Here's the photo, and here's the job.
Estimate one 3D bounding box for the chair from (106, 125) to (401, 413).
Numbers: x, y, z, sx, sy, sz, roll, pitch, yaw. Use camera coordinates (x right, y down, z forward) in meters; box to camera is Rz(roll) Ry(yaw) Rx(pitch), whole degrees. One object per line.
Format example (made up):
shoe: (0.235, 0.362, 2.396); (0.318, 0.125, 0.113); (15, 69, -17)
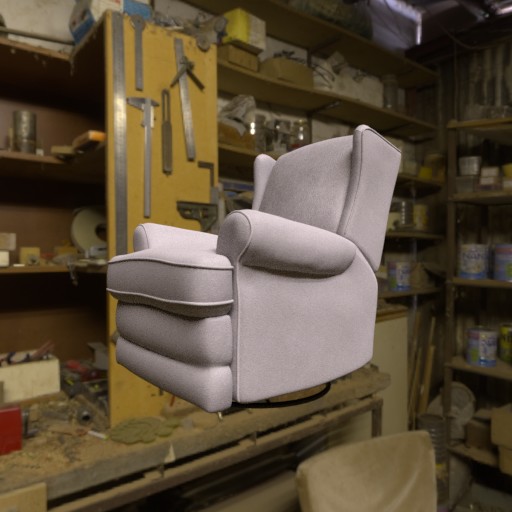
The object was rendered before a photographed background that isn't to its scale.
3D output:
chair: (0.000, 0.000, 1.743); (0.969, 1.011, 0.847); (0, 0, -37)
